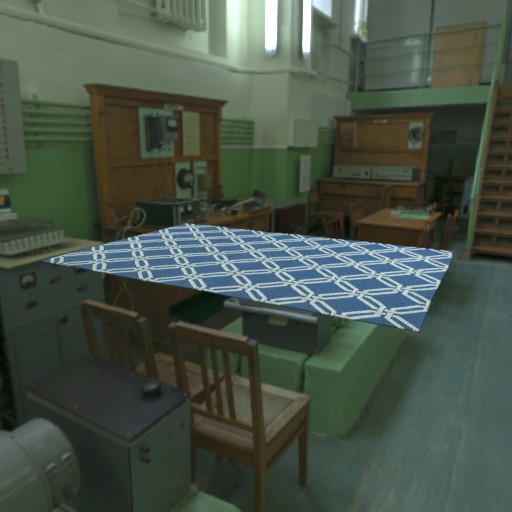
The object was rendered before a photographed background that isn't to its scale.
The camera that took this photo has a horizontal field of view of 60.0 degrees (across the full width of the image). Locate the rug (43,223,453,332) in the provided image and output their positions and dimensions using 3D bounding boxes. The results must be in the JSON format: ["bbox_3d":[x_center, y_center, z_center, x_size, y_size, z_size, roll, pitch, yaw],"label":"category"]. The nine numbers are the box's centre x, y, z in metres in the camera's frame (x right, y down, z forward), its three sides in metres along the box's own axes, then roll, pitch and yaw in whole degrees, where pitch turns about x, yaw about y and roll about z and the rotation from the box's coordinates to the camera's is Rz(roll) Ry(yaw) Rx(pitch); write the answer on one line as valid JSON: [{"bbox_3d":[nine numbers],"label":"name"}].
[{"bbox_3d":[0.000,0.000,2.234,1.755,0.010,1.153,8,16,27],"label":"rug"}]
